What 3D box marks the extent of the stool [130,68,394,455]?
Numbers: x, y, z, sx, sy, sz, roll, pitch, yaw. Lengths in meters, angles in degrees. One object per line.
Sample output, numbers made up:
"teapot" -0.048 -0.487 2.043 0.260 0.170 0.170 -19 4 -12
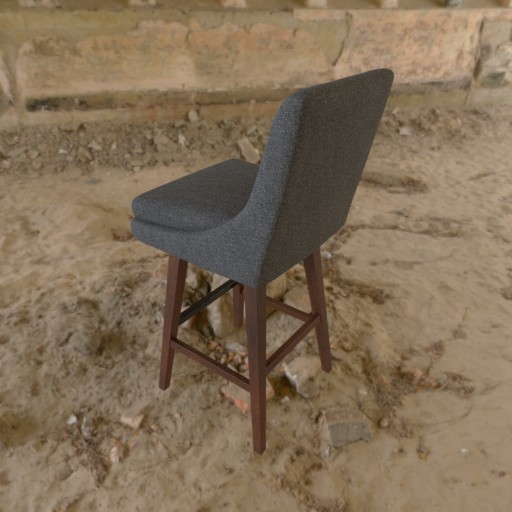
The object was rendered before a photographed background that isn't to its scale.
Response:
"stool" 0.000 0.000 1.351 0.572 1.068 0.489 21 36 31
